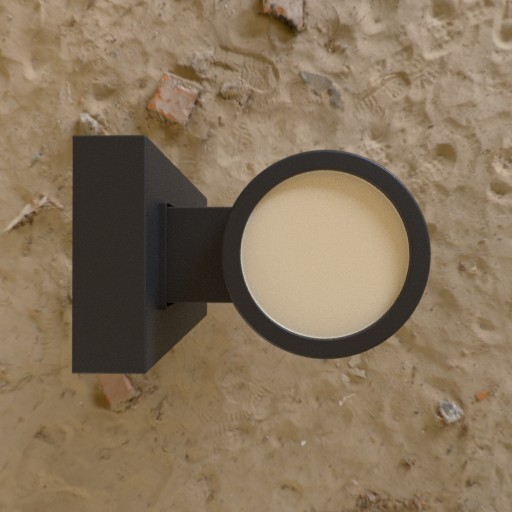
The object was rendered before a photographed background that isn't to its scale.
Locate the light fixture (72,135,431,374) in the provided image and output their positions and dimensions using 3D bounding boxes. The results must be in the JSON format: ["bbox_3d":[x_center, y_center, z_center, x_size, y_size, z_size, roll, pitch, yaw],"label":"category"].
[{"bbox_3d":[0.000,0.000,0.259,0.138,0.179,0.098,0,90,1],"label":"light fixture"}]
